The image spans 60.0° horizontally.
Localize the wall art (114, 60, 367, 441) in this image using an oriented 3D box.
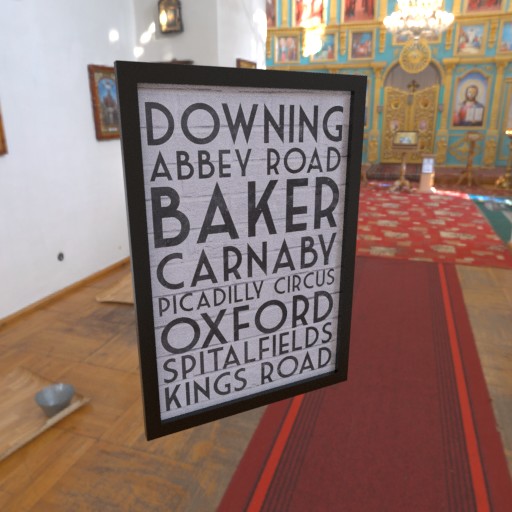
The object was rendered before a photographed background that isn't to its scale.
[{"bbox_3d":[0.000,0.000,0.553,0.304,0.432,0.013,-8,18,-25],"label":"wall art"}]
